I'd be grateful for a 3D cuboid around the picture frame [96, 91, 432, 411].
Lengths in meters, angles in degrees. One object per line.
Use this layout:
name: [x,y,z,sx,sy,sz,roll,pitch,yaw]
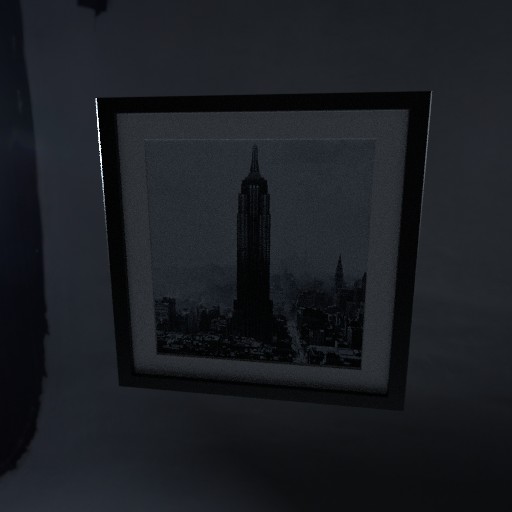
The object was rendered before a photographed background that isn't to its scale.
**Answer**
picture frame: [0.000,0.000,0.517,0.355,0.353,0.029,2,14,9]
